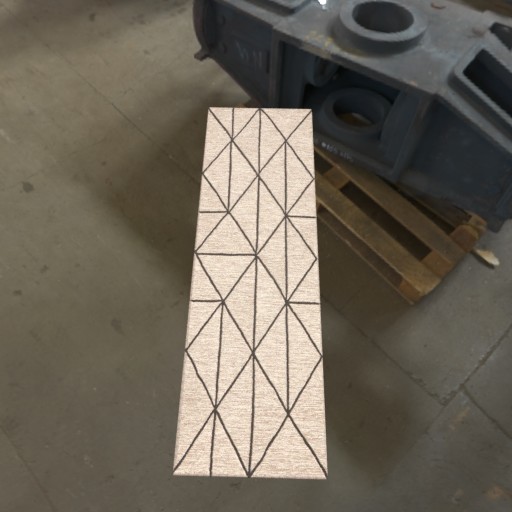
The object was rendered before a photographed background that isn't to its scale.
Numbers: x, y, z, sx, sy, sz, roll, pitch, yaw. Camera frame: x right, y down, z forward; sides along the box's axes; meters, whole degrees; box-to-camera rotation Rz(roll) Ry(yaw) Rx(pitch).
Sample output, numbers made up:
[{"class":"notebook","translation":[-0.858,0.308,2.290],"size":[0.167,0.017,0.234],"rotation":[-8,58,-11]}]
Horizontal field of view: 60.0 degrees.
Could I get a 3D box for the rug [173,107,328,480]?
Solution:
[{"class":"rug","translation":[0.000,0.000,2.724],"size":[0.762,0.012,2.438],"rotation":[1,63,1]}]
